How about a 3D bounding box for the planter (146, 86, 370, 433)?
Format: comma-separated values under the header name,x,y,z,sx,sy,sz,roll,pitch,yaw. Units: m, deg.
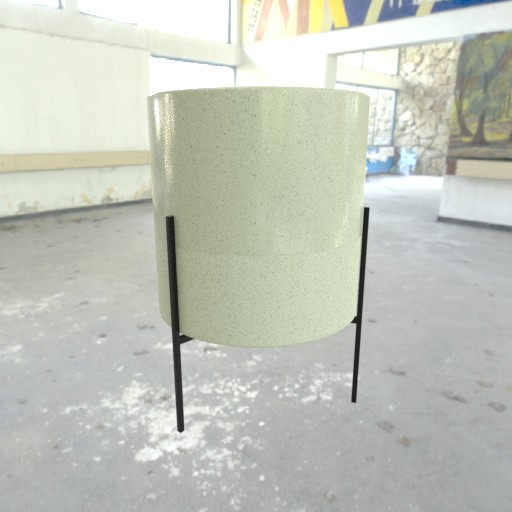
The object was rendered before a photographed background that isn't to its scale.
name,x,y,z,sx,sy,sz,roll,pitch,yaw
planter,0.000,0.000,0.699,0.314,0.475,0.323,15,21,43
